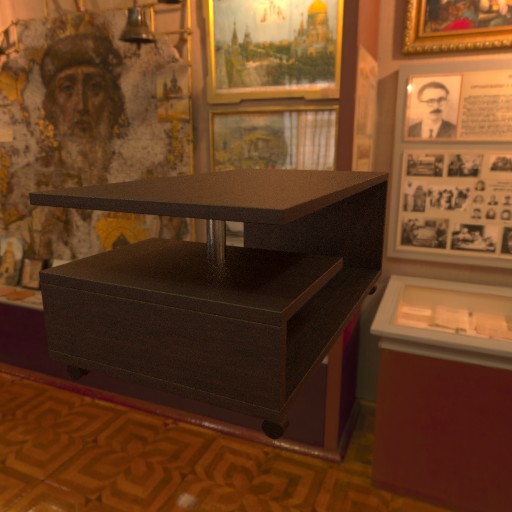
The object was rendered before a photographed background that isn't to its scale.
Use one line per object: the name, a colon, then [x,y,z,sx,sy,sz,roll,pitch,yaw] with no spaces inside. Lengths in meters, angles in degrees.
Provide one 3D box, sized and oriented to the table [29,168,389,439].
table: [0.000,0.000,1.350,0.590,0.460,1.050,7,16,24]
